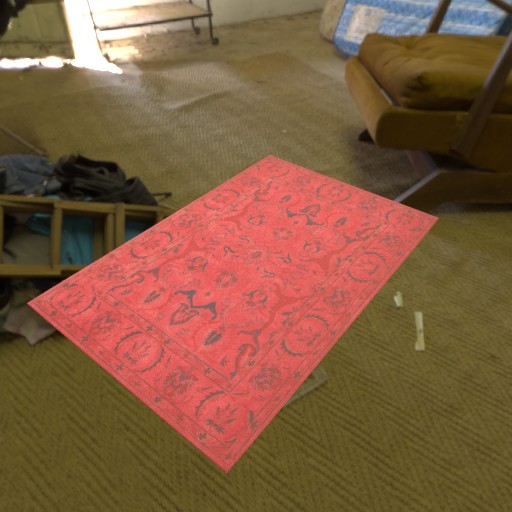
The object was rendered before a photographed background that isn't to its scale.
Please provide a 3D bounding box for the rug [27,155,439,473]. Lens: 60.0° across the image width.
[{"bbox_3d":[0.000,0.000,2.259,1.209,0.008,1.814,27,47,28],"label":"rug"}]
